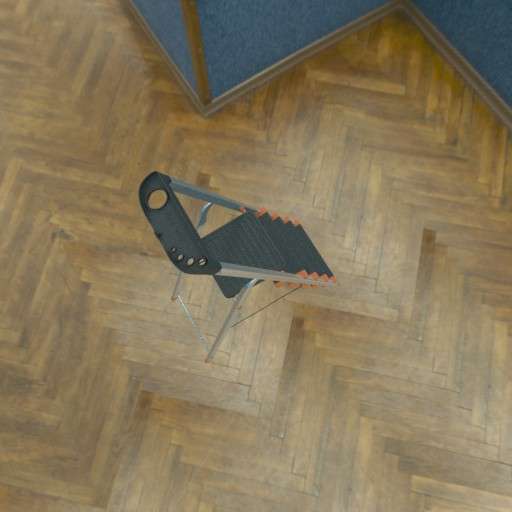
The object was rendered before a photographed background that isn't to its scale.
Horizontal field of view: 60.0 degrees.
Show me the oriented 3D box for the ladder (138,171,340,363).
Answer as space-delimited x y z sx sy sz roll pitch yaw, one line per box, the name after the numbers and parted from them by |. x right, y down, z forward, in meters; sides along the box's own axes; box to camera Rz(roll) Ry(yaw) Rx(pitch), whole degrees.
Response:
0.000 0.000 2.072 0.995 1.646 0.480 -29 76 -8 | ladder
